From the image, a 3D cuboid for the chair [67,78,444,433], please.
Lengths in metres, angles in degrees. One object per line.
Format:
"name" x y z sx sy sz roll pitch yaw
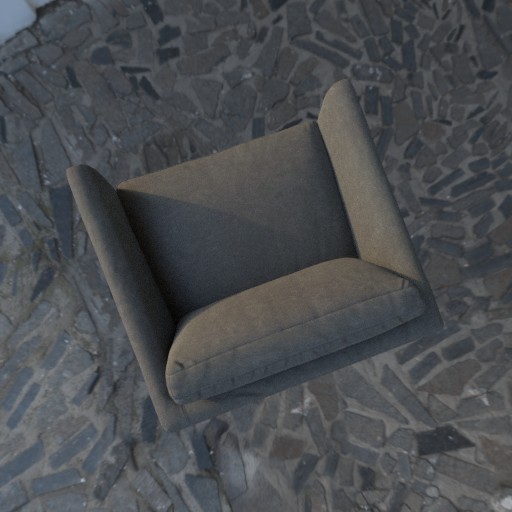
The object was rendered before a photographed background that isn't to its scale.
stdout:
"chair" 0.000 0.000 1.868 1.190 0.845 1.091 -19 77 -5
